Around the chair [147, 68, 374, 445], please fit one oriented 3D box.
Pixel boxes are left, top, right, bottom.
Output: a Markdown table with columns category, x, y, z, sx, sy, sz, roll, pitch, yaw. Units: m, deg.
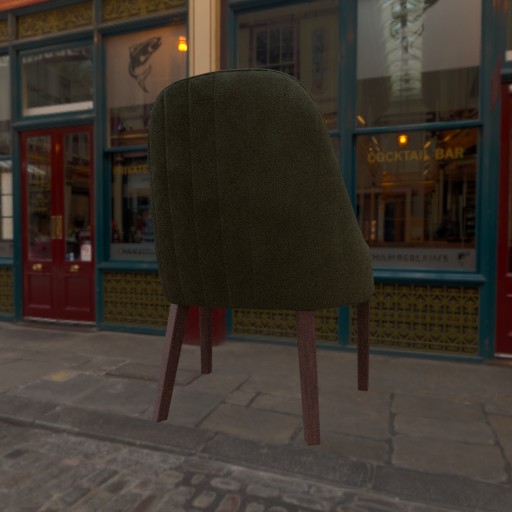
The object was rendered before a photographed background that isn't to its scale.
| category | x | y | z | sx | sy | sz | roll | pitch | yaw |
| --- | --- | --- | --- | --- | --- | --- | --- | --- | --- |
| chair | 0.000 | 0.000 | 1.310 | 0.643 | 0.889 | 0.575 | 0 | 1 | 19 |
